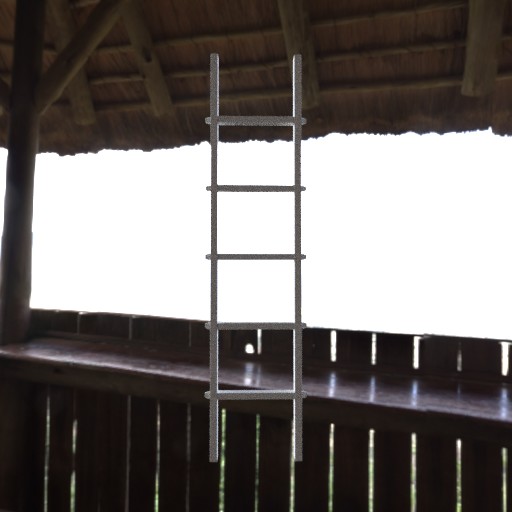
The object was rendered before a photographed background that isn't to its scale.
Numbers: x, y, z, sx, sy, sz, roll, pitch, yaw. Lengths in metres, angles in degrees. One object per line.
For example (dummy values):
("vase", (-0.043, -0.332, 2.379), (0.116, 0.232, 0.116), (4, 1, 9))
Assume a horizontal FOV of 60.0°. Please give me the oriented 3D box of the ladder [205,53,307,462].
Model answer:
("ladder", (0.000, 0.000, 1.979), (0.452, 1.797, 0.051), (0, -1, -1))
